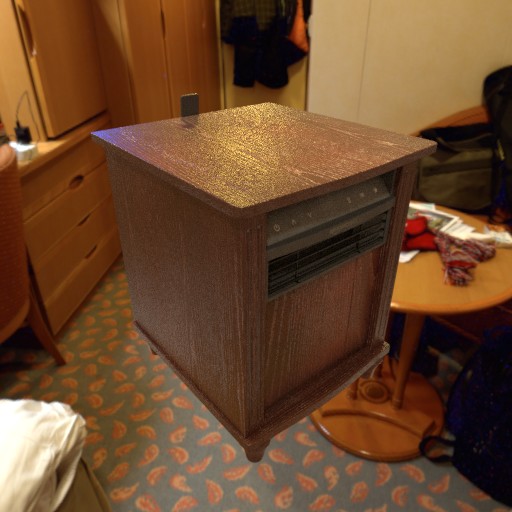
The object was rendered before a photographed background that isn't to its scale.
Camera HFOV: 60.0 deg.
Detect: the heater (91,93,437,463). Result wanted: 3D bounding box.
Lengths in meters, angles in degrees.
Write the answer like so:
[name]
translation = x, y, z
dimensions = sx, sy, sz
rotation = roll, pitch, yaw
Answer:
[heater]
translation = 0.000, 0.000, 0.762
dimensions = 0.362, 0.481, 0.400
rotation = -23, 37, -34
